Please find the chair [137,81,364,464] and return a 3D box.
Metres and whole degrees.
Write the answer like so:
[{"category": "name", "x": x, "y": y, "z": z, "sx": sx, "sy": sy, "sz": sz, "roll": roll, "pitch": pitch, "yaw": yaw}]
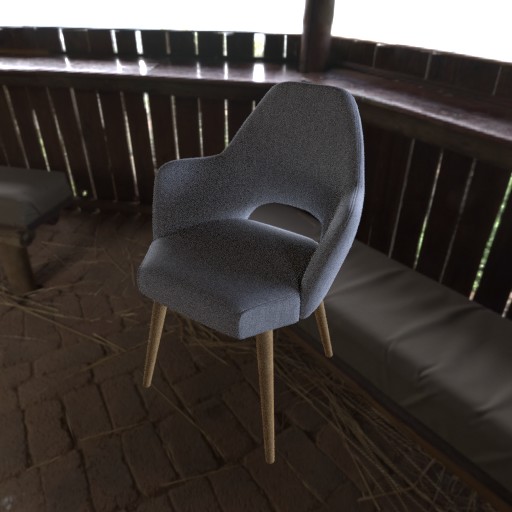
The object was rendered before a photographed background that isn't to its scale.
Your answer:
[{"category": "chair", "x": 0.000, "y": 0.000, "z": 1.252, "sx": 0.590, "sy": 0.840, "sz": 0.610, "roll": 20, "pitch": 36, "yaw": 29}]
